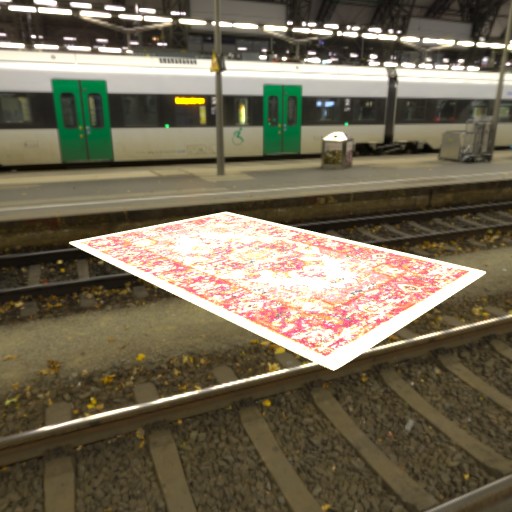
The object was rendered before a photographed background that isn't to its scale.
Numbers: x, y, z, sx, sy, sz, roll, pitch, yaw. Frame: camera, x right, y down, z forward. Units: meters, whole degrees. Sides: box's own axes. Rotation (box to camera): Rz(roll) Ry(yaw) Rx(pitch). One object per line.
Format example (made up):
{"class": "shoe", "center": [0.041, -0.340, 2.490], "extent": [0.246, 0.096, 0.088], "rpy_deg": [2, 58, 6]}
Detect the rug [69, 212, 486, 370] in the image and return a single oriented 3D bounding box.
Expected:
{"class": "rug", "center": [0.000, 0.000, 1.073], "extent": [0.556, 0.004, 0.868], "rpy_deg": [-17, 24, -42]}
